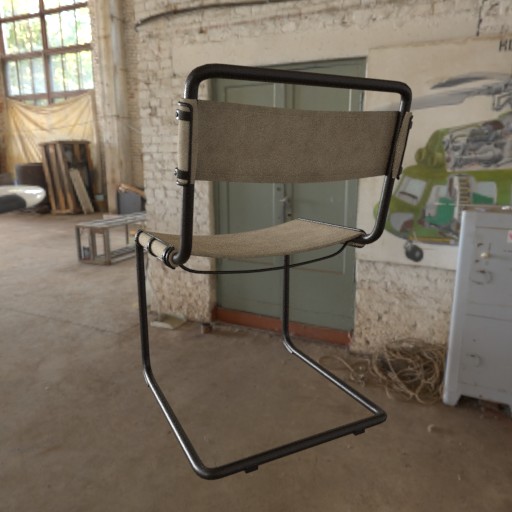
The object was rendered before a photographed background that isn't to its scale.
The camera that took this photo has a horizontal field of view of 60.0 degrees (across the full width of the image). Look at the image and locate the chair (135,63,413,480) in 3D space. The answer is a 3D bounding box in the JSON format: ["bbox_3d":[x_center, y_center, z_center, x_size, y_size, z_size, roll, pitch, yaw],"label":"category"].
[{"bbox_3d":[0.000,0.000,1.057,0.499,0.747,0.497,-6,14,-26],"label":"chair"}]
